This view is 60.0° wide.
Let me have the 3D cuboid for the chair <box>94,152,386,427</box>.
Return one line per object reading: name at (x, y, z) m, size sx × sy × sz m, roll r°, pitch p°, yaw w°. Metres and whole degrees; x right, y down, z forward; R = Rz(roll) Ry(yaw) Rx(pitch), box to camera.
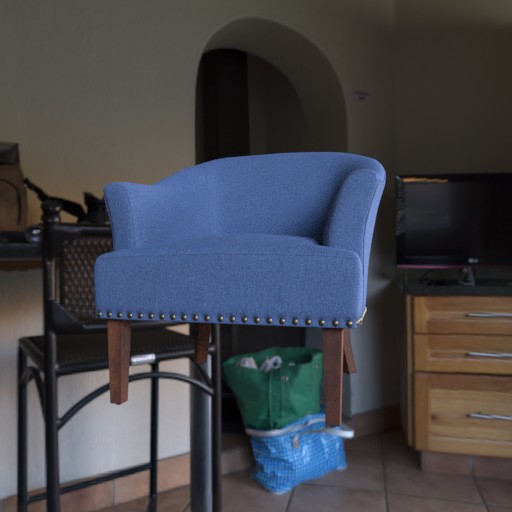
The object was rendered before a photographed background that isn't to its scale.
chair at (0.000, 0.000, 1.416) m, size 0.798 × 0.815 × 0.704 m, roll 0°, pitch -1°, yaw 16°
